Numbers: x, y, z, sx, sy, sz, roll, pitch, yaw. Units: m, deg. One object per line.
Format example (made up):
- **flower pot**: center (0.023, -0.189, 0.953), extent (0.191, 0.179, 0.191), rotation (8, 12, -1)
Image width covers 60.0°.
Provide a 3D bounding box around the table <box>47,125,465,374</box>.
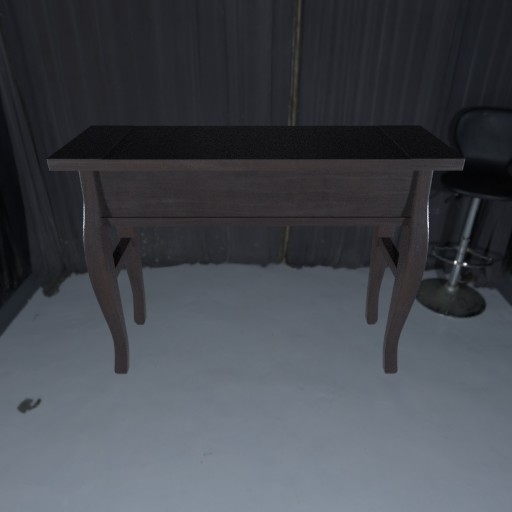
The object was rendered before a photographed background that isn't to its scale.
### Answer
- **table**: center (0.000, 0.000, 1.467), extent (1.062, 0.768, 0.373), rotation (0, 30, 0)
